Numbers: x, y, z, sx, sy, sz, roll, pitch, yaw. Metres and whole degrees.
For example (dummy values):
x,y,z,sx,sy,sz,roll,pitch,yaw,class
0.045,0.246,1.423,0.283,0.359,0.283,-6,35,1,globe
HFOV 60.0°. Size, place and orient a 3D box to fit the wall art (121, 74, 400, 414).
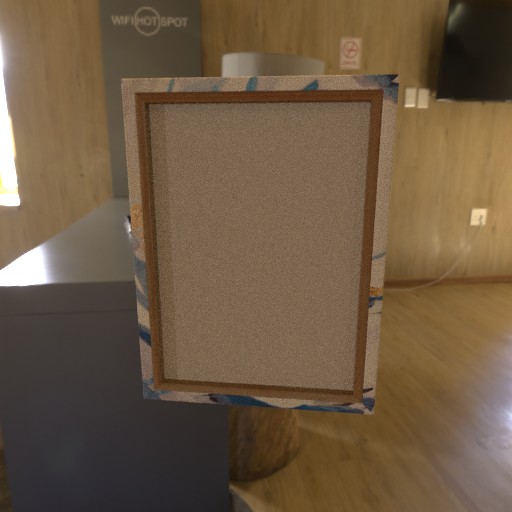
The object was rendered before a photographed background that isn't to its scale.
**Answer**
x,y,z,sx,sy,sz,roll,pitch,yaw,class
0.000,0.000,1.346,0.761,1.015,0.038,2,15,7,wall art
